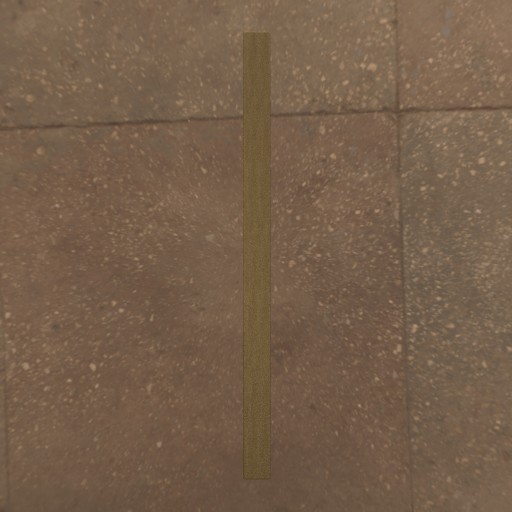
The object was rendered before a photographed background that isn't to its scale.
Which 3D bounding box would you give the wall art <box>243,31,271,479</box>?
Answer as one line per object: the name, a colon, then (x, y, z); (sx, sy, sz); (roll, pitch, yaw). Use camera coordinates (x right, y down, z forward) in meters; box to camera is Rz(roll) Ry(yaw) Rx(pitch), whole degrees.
wall art: (0.000, 0.000, 0.750); (0.031, 0.506, 0.503); (0, 90, 0)
